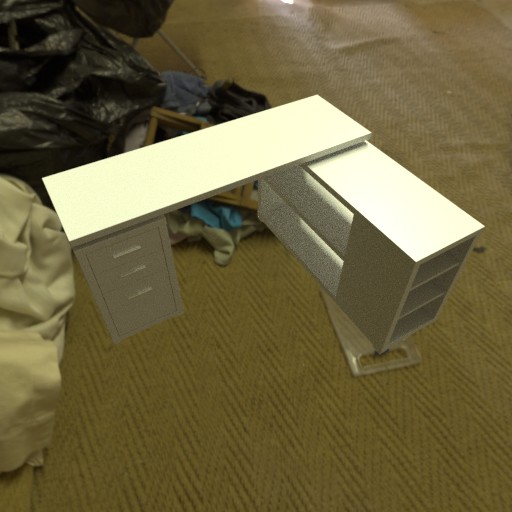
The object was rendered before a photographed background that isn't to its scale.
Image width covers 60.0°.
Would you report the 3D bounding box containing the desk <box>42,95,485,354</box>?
[{"bbox_3d":[0.000,0.000,2.177,1.524,0.753,1.200,-23,51,-20],"label":"desk"}]
